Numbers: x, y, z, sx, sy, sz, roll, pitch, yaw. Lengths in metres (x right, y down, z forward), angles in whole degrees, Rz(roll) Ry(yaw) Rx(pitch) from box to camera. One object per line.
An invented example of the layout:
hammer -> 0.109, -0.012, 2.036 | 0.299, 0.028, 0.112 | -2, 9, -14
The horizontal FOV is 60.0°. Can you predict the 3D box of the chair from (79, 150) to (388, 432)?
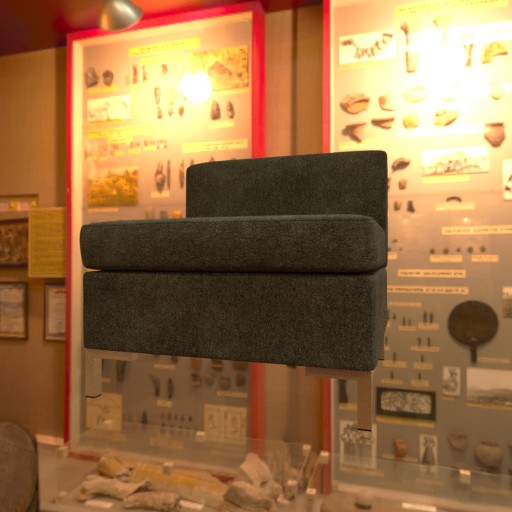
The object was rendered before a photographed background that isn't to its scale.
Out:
chair -> 0.000, 0.000, 1.222 | 0.680, 0.660, 0.680 | 0, 0, 18
